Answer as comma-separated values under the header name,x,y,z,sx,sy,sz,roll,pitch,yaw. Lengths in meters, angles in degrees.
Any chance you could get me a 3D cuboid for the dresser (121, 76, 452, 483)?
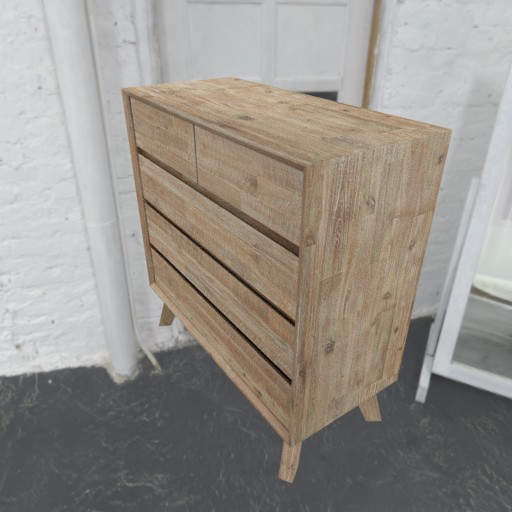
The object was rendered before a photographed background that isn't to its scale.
name,x,y,z,sx,sy,sz,roll,pitch,yaw
dresser,0.000,0.000,1.563,0.455,1.029,0.998,-19,35,-30
